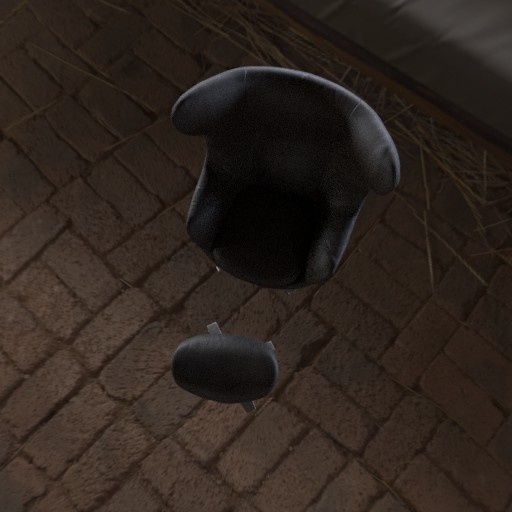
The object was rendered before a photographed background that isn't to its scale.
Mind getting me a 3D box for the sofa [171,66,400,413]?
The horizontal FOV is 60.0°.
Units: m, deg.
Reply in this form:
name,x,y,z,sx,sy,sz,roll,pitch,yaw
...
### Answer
name,x,y,z,sx,sy,sz,roll,pitch,yaw
sofa,0.000,0.000,2.073,0.894,1.135,1.444,18,76,5
